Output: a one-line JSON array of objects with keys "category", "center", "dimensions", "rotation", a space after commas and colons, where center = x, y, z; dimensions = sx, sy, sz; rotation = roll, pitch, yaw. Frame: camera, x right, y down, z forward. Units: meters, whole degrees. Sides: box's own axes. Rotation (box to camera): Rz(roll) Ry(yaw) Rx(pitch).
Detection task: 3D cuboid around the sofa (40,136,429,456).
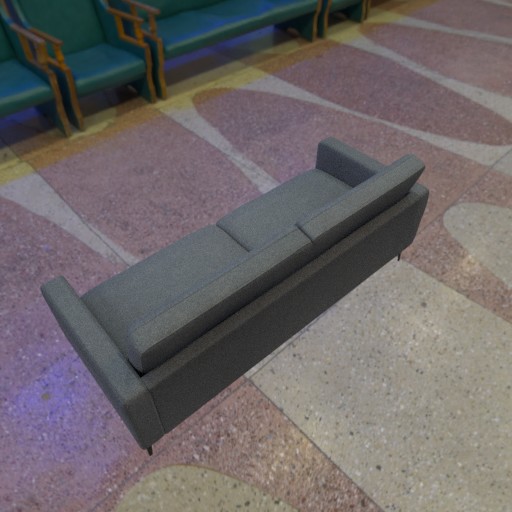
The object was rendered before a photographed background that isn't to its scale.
[{"category": "sofa", "center": [0.000, 0.000, 2.331], "dimensions": [1.925, 0.828, 0.774], "rotation": [-32, 54, -27]}]
